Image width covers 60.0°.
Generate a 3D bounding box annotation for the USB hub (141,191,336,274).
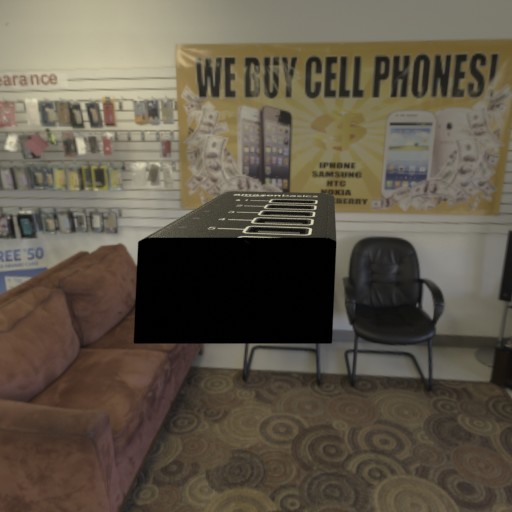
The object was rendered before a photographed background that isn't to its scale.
[{"bbox_3d":[0.000,0.000,0.128,0.044,0.023,0.110,3,16,9],"label":"USB hub"}]
